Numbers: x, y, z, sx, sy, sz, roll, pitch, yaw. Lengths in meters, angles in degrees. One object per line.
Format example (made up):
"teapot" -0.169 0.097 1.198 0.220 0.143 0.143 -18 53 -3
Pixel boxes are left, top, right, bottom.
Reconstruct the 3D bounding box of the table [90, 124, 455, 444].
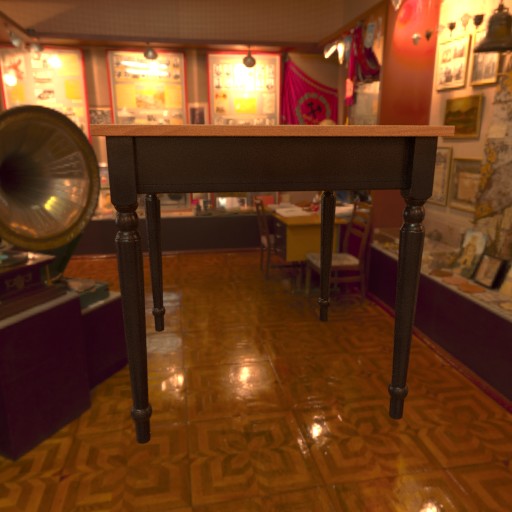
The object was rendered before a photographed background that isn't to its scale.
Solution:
"table" 0.000 0.000 1.341 0.747 0.738 0.747 -2 15 -8
